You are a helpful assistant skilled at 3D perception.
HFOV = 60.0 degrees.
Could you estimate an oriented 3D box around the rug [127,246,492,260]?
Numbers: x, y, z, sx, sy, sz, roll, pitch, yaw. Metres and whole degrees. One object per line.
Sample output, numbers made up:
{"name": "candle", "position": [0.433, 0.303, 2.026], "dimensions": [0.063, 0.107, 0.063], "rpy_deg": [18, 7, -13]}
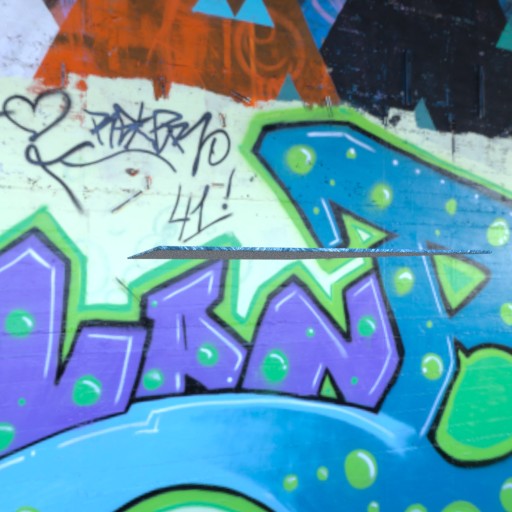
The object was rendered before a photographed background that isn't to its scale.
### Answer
{"name": "rug", "position": [0.000, 0.000, 2.844], "dimensions": [1.490, 0.015, 2.277], "rpy_deg": [0, -1, -19]}
